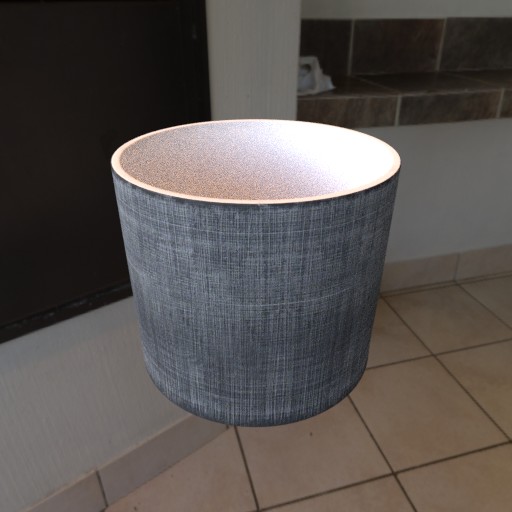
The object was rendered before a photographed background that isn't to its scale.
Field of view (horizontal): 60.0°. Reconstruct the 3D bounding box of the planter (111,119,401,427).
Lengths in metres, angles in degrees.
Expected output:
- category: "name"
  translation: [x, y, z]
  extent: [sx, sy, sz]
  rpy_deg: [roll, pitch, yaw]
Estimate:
- category: "planter"
  translation: [0.000, 0.000, 0.457]
  extent: [0.254, 0.221, 0.254]
  rpy_deg: [0, 29, 0]
